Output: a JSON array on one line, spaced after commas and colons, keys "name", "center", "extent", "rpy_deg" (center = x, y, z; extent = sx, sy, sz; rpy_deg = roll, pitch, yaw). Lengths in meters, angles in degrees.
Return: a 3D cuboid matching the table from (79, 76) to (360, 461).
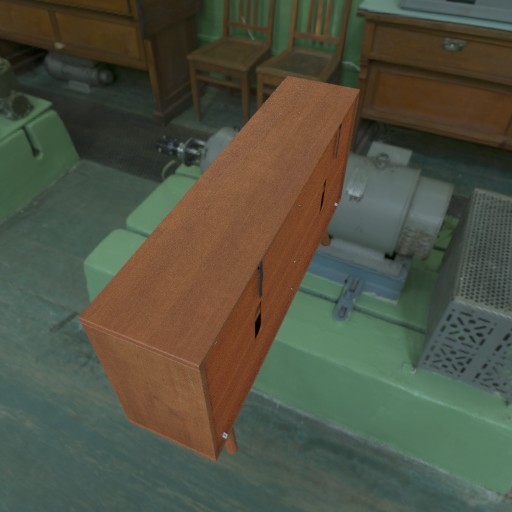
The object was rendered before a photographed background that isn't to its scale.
[{"name": "table", "center": [0.000, 0.000, 1.510], "extent": [0.308, 0.698, 1.220], "rpy_deg": [17, 49, 16]}]
